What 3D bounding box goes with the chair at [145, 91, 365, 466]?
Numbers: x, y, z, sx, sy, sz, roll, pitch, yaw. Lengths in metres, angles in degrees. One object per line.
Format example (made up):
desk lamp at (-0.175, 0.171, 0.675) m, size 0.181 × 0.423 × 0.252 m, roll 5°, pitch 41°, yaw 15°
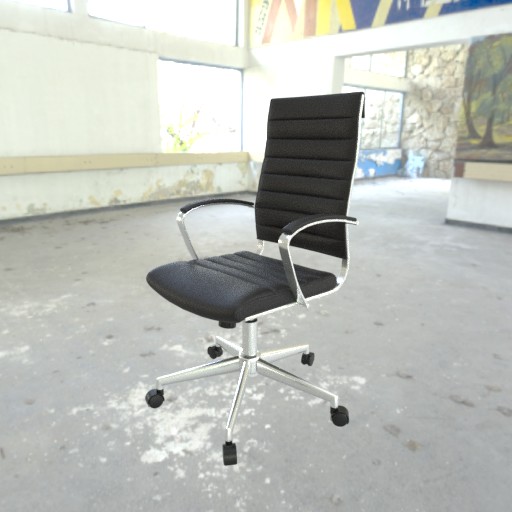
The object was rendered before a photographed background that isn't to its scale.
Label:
chair at (0.000, 0.000, 1.629) m, size 0.739 × 1.149 × 0.766 m, roll -14°, pitch 21°, yaw -42°
